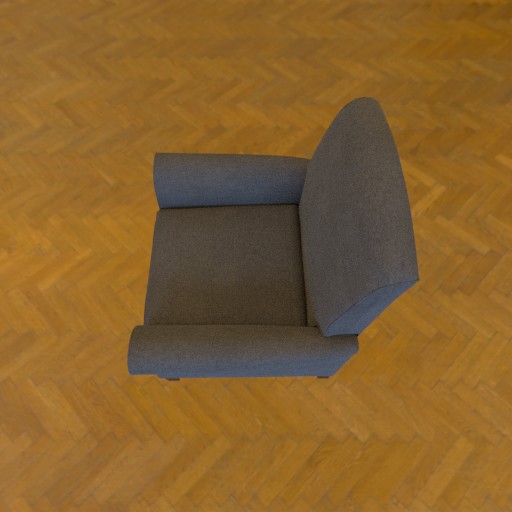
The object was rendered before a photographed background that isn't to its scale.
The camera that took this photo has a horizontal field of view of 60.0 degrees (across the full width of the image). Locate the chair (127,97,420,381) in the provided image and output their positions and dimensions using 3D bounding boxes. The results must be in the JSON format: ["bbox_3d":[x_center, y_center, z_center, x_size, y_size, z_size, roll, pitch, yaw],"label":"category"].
[{"bbox_3d":[0.000,0.000,1.788,0.905,1.061,0.978,-1,59,0],"label":"chair"}]
